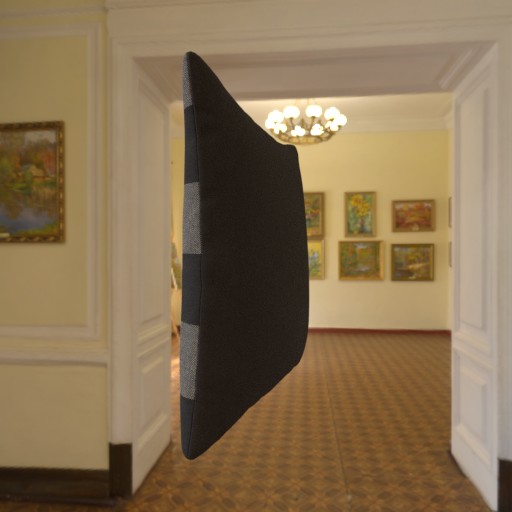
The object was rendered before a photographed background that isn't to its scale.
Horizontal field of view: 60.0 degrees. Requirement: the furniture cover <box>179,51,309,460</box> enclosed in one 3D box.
[{"bbox_3d":[0.000,0.000,0.786,0.161,0.509,0.511,0,0,19],"label":"furniture cover"}]
